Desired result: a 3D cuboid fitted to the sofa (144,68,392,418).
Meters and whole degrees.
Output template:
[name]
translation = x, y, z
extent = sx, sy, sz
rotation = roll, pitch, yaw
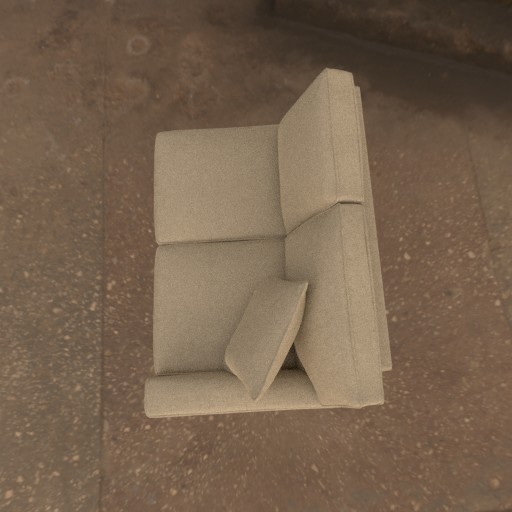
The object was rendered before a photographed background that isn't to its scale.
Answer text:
[sofa]
translation = 0.000, 0.000, 2.106
extent = 0.991, 0.989, 1.388
rotation = -2, 75, -1
